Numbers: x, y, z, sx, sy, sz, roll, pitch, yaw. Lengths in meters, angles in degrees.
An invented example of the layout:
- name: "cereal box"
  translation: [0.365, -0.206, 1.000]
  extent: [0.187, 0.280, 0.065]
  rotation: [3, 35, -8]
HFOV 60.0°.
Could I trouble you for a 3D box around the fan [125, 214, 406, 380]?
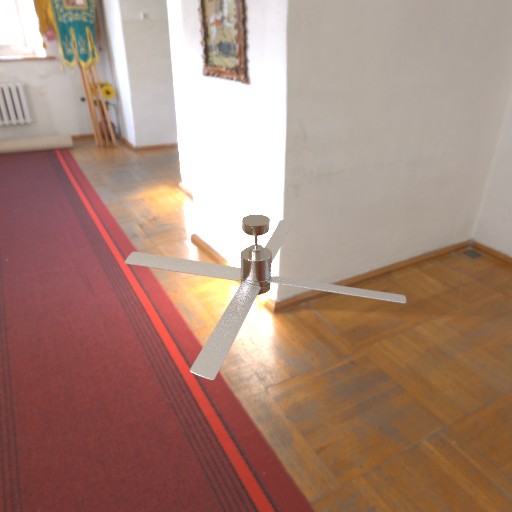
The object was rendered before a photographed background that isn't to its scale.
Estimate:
- name: "fan"
  translation: [0.000, 0.000, 1.983]
  extent: [1.322, 0.355, 1.322]
  rotation: [8, 30, 14]
